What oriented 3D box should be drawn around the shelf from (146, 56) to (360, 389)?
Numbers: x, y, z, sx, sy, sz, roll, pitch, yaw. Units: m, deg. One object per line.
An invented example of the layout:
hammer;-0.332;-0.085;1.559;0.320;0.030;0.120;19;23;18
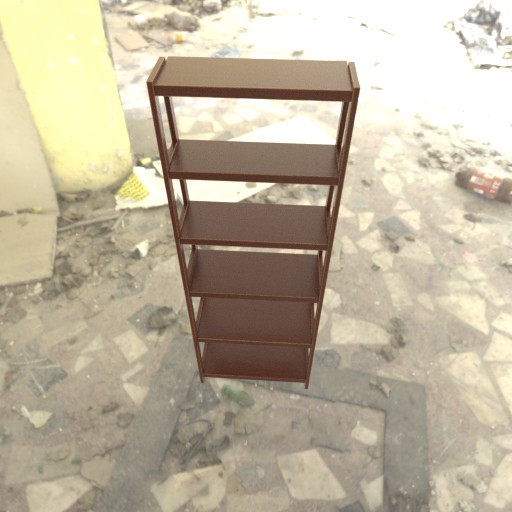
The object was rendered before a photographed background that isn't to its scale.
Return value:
shelf;0.000;0.000;2.162;0.660;1.892;0.381;3;46;3
